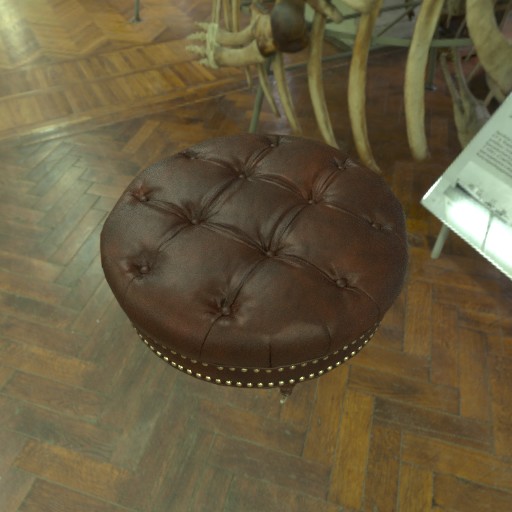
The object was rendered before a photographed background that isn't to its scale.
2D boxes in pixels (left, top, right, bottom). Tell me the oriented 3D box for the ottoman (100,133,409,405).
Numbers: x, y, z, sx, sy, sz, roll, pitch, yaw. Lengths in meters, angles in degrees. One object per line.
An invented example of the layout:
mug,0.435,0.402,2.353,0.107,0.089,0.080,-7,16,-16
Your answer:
ottoman,0.000,0.000,1.396,0.901,0.455,0.901,0,46,0
